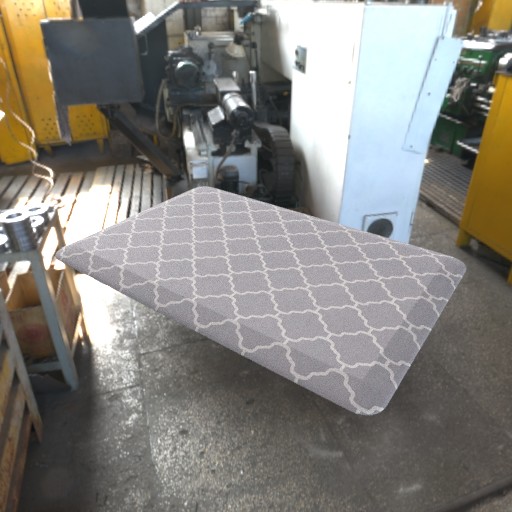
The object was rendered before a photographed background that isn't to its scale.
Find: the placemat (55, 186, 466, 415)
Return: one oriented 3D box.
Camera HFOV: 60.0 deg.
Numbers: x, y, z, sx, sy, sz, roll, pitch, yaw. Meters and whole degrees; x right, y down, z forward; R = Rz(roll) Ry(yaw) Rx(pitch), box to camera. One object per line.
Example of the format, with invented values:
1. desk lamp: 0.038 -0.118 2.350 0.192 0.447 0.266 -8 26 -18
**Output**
1. placemat: 0.000 0.000 0.956 0.762 0.021 0.508 20 36 30
